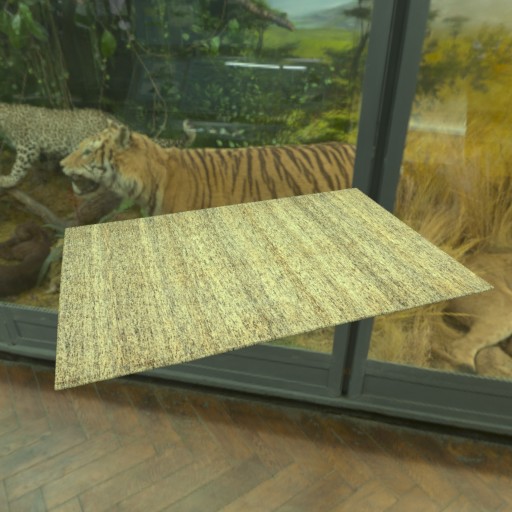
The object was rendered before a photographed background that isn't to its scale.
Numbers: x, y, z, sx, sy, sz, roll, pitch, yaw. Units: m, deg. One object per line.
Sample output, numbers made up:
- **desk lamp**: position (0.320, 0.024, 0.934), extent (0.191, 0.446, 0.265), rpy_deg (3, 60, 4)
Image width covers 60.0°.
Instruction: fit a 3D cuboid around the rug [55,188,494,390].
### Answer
- **rug**: position (0.000, 0.000, 2.233), extent (1.846, 0.014, 1.243), rpy_deg (-10, 32, -16)
